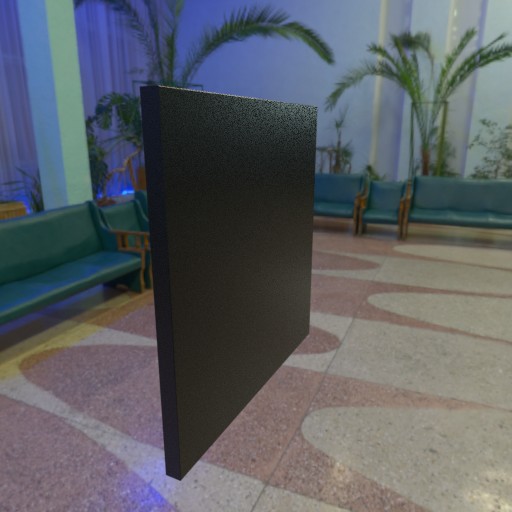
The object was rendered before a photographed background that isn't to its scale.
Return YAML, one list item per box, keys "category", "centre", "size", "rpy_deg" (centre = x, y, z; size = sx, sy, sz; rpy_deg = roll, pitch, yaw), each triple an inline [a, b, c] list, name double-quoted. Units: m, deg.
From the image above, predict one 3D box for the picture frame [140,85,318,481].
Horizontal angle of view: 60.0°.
- category: "picture frame"
  centre: [0.000, 0.000, 0.835]
  size: [0.029, 0.557, 0.559]
  rpy_deg: [8, 18, 26]
